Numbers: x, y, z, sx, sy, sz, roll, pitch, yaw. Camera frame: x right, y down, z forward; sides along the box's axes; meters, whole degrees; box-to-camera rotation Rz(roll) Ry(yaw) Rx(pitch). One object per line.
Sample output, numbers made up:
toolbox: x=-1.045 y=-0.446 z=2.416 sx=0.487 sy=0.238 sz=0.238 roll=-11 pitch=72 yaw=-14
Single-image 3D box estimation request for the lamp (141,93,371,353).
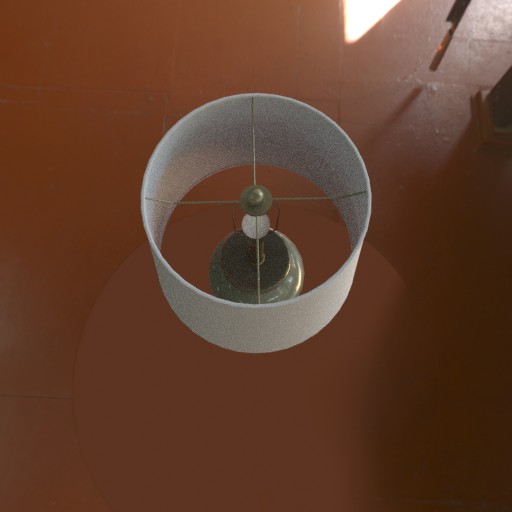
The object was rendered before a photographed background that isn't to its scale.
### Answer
lamp: x=0.000 y=0.000 z=0.554 sx=0.239 sy=0.399 sz=0.239 roll=0 pitch=75 yaw=0
